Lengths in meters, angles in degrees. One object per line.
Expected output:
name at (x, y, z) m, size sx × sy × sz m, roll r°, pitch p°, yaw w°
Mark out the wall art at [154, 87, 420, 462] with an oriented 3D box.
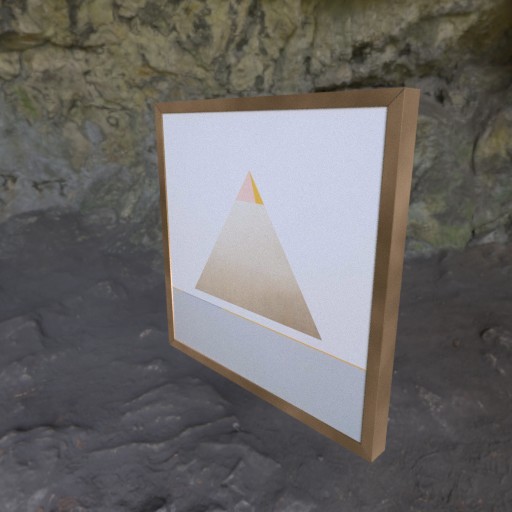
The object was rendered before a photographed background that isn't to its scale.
wall art at (0.000, 0.000, 0.758) m, size 0.038 × 0.511 × 0.513 m, roll -16°, pitch 23°, yaw -43°
